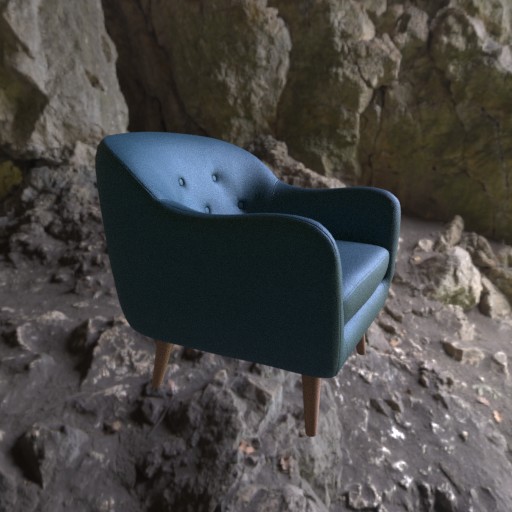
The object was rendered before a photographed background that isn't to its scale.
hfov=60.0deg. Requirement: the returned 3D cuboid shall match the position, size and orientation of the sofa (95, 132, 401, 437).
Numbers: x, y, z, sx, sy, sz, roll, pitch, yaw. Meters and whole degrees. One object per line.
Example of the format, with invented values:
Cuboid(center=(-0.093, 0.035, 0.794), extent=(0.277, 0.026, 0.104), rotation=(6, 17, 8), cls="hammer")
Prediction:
Cuboid(center=(0.000, 0.000, 1.502), extent=(0.825, 0.817, 0.836), rotation=(7, 16, 26), cls="sofa")
